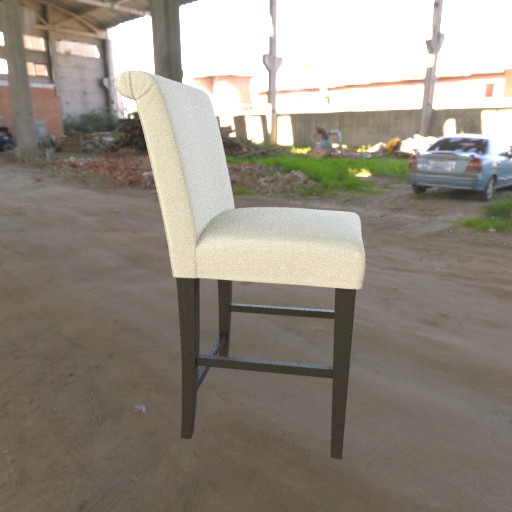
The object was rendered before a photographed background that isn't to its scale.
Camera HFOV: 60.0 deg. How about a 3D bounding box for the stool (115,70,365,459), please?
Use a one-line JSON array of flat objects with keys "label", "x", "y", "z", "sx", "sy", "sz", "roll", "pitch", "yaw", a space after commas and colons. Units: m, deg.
[{"label": "stool", "x": 0.000, "y": 0.000, "z": 1.300, "sx": 0.597, "sy": 0.976, "sz": 0.452, "roll": 3, "pitch": 16, "yaw": 10}]
